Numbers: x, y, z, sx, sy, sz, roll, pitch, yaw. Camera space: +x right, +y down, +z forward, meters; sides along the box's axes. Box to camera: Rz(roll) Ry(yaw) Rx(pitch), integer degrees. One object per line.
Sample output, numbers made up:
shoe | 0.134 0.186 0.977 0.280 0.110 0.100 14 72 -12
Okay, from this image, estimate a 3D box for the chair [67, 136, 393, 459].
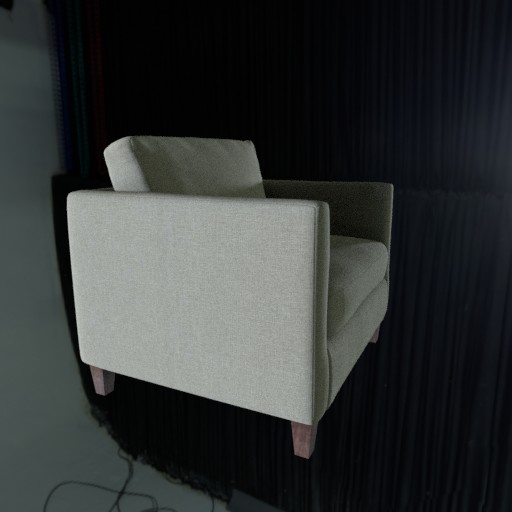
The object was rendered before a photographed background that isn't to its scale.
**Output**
chair | 0.000 0.000 1.834 0.959 0.963 1.107 6 14 26
